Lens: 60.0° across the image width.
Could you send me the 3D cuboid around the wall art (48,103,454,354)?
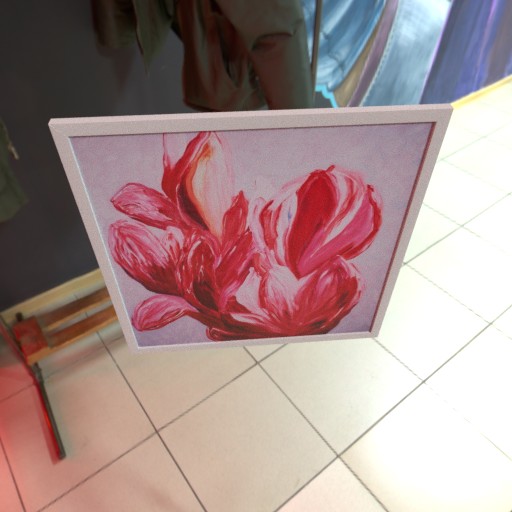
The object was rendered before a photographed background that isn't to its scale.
[{"bbox_3d":[0.000,0.000,1.167,0.805,0.803,0.022,-3,45,-3],"label":"wall art"}]
